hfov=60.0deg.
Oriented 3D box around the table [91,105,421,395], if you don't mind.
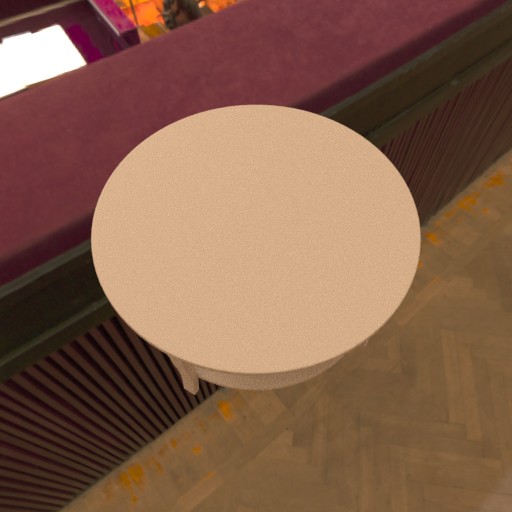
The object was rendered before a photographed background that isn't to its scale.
[{"bbox_3d":[0.000,0.000,1.439,0.910,0.457,0.910,0,58,0],"label":"table"}]
